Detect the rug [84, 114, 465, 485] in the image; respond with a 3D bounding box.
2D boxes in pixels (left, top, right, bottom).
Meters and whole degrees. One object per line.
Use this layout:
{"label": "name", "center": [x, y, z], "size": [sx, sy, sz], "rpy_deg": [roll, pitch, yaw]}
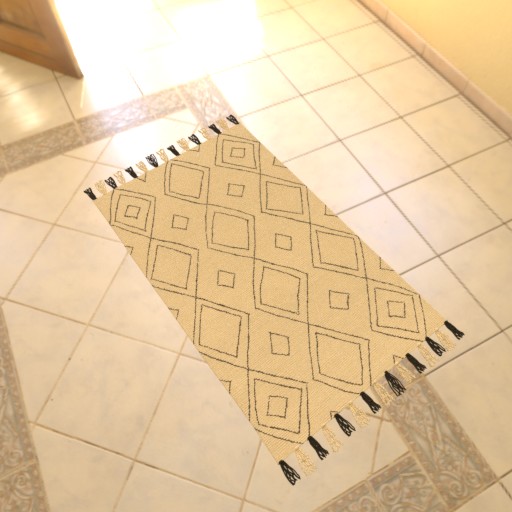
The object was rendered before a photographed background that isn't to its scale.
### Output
{"label": "rug", "center": [0.000, 0.000, 3.336], "size": [1.524, 0.021, 2.755], "rpy_deg": [-33, 65, -18]}
